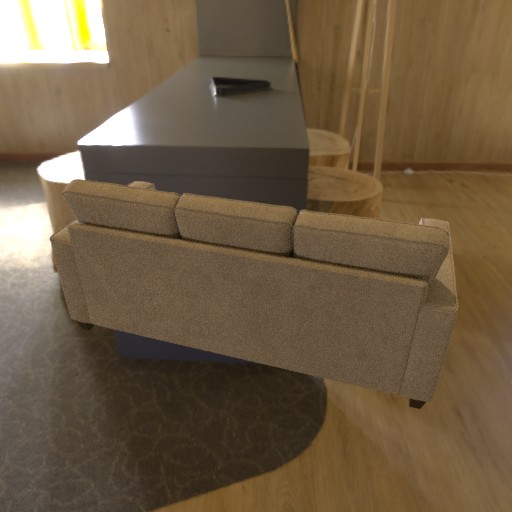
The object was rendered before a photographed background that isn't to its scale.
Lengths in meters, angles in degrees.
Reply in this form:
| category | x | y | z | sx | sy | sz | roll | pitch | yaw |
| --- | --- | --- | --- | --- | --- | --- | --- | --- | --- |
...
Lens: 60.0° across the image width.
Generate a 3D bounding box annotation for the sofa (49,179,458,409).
| category | x | y | z | sx | sy | sz | roll | pitch | yaw |
| --- | --- | --- | --- | --- | --- | --- | --- | --- | --- |
| sofa | 0.000 | 0.000 | 2.620 | 2.133 | 0.965 | 0.939 | 9 | 32 | 15 |
